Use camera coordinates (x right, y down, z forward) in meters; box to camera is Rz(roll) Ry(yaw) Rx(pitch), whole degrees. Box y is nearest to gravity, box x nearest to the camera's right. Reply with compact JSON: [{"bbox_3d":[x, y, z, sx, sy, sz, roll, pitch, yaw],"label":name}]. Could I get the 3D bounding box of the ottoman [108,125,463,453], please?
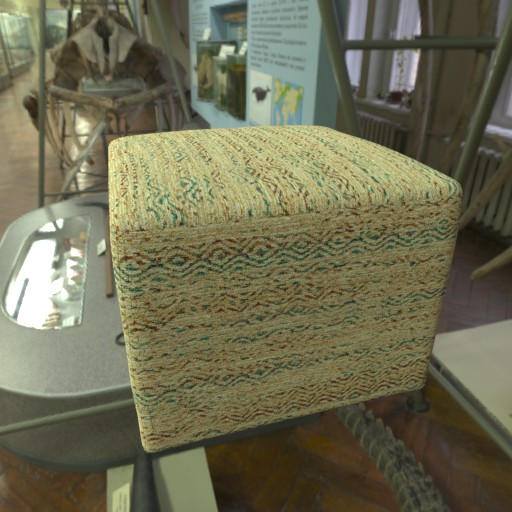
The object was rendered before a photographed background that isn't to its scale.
[{"bbox_3d":[0.000,0.000,0.884,0.521,0.453,0.512,-8,27,-15],"label":"ottoman"}]
